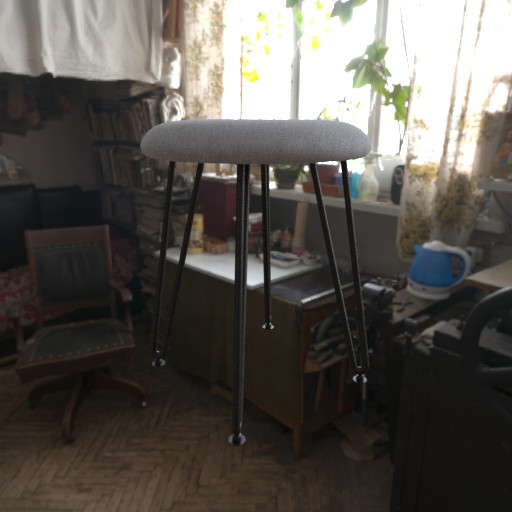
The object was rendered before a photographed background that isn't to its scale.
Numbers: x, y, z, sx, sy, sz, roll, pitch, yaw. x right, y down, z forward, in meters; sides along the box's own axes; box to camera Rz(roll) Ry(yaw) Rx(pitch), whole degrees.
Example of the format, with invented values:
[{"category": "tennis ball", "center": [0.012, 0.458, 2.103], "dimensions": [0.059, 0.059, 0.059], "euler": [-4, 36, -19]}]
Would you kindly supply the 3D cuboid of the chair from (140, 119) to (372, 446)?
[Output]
[{"category": "chair", "center": [0.000, 0.000, 0.655], "dimensions": [0.350, 0.386, 0.350], "euler": [2, 17, 8]}]
